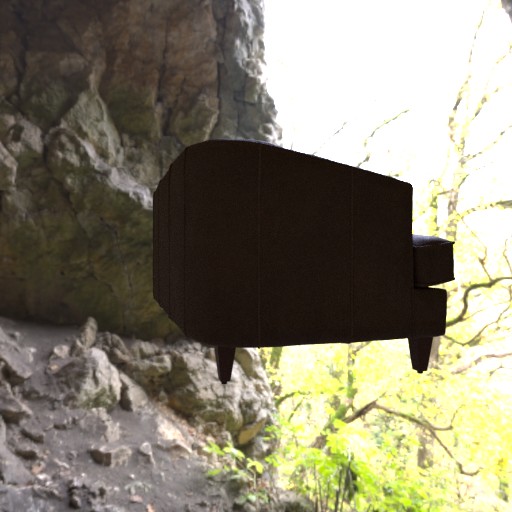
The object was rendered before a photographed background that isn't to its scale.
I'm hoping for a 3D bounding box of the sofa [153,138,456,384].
[{"bbox_3d":[0.000,0.000,2.200,0.917,0.799,1.767,0,1,-18],"label":"sofa"}]
